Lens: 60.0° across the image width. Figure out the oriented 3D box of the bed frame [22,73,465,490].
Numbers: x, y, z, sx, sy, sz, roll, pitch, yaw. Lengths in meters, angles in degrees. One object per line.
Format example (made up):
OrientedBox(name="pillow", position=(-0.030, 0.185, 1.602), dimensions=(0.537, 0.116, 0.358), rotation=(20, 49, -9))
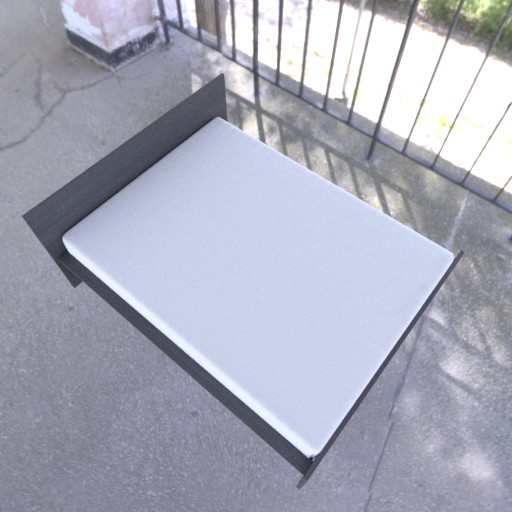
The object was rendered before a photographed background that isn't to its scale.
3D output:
OrientedBox(name="bed frame", position=(0.000, 0.000, 2.739), dimensions=(1.960, 0.800, 1.622), rotation=(35, 64, 20))
